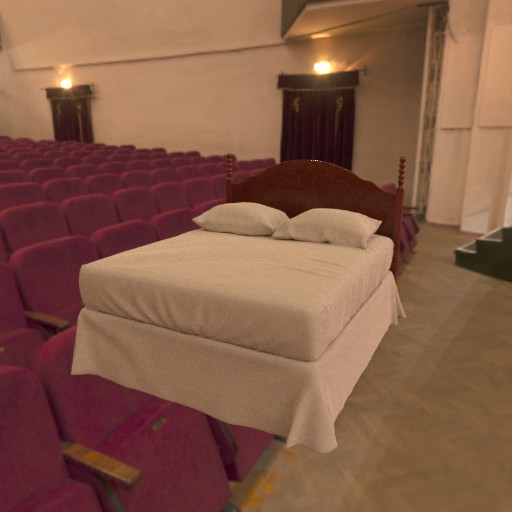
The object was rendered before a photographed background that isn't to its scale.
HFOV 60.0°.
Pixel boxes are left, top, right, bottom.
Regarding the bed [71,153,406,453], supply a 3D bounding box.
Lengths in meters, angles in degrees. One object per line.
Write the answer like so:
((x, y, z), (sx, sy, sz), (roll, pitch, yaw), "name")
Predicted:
((0.000, 0.000, 3.187), (1.873, 1.356, 2.040), (8, 17, 27), "bed")
